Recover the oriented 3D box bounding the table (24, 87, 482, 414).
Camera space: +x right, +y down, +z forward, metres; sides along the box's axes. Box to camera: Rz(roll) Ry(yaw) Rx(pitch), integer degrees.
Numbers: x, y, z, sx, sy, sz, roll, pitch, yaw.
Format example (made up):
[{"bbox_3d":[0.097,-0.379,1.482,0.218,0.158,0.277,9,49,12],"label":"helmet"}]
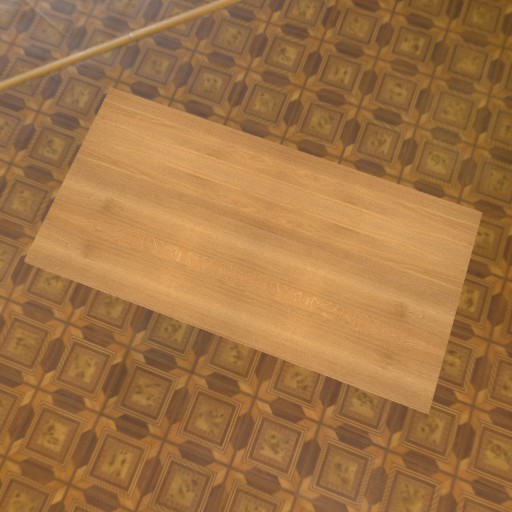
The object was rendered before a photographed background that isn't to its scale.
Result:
[{"bbox_3d":[0.000,0.000,2.298,1.800,0.750,0.900,20,78,4],"label":"table"}]
